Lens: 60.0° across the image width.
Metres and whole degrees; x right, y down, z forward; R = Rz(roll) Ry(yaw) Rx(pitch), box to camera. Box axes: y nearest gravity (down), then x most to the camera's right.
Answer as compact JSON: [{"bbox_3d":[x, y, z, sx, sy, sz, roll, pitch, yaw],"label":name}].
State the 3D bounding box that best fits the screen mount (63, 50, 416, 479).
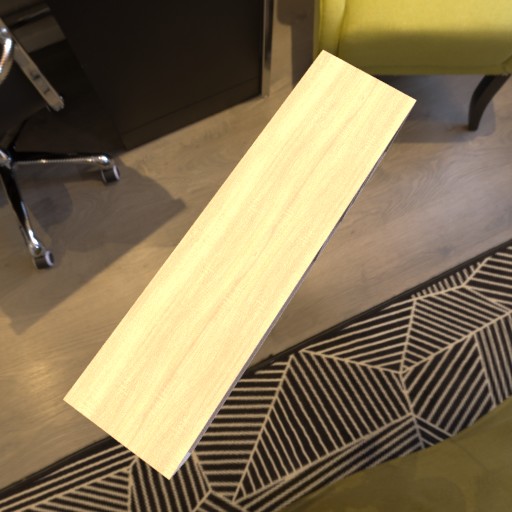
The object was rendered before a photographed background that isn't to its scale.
[{"bbox_3d":[0.000,0.000,1.710,0.401,0.509,1.500,33,77,9],"label":"screen mount"}]
